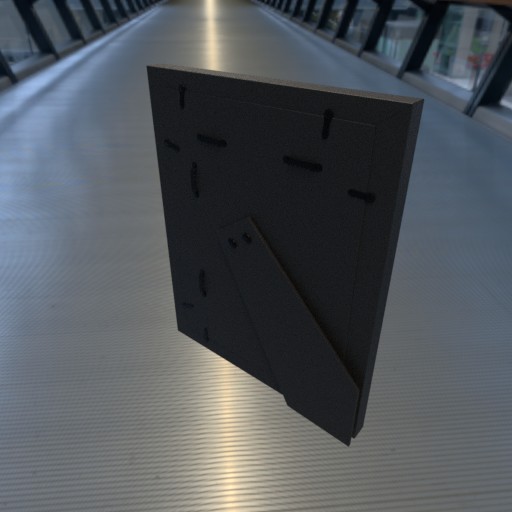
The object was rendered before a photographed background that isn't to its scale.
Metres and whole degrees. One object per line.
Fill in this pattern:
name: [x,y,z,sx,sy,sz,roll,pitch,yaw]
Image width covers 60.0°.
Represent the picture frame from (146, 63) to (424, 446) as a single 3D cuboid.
picture frame: [0.000,0.000,0.511,0.307,0.383,0.036,23,38,33]
